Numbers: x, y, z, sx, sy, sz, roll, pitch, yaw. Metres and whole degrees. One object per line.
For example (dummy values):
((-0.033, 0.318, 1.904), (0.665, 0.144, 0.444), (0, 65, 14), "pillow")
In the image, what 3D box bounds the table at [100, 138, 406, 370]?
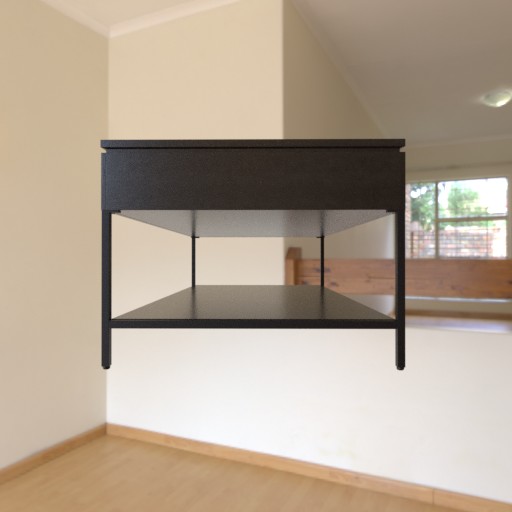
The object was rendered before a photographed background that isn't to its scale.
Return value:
((0.000, 0.000, 1.379), (0.574, 0.435, 1.095), (0, 0, 1), "table")
